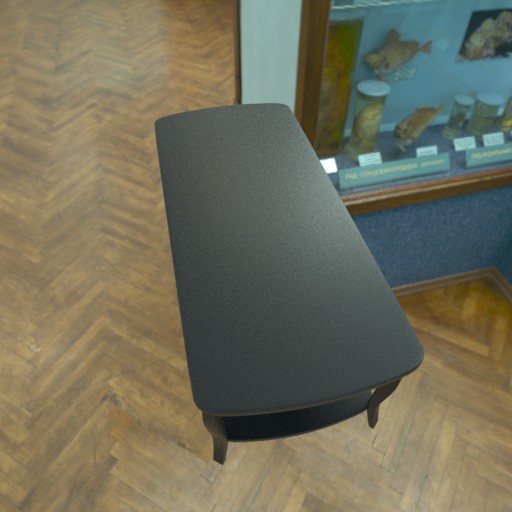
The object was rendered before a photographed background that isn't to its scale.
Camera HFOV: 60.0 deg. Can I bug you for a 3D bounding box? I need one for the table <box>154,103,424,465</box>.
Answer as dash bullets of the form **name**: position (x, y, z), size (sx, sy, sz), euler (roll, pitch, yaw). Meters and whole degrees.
- **table**: position (0.000, 0.000, 1.597), size (0.571, 0.457, 1.333), euler (-10, 48, -9)
